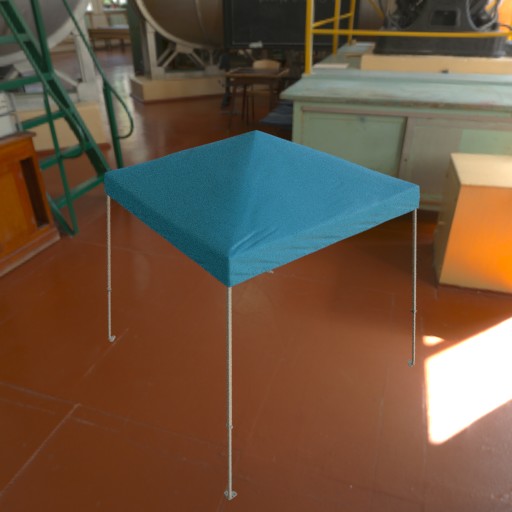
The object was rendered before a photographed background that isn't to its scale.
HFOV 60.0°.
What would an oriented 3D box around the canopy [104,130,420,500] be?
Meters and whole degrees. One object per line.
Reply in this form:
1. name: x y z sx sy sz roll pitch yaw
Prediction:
1. canopy: 0.000 0.000 5.069 2.849 2.849 2.848 -21 36 -32
